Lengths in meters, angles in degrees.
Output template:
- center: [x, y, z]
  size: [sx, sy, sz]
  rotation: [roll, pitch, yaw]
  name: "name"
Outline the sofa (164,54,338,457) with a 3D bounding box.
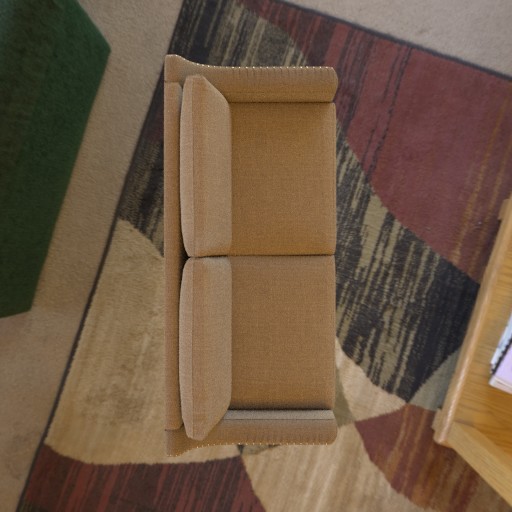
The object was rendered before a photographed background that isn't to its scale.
- center: [0.000, 0.000, 2.696]
  size: [1.000, 0.857, 2.208]
  rotation: [0, 90, 0]
  name: "sofa"
